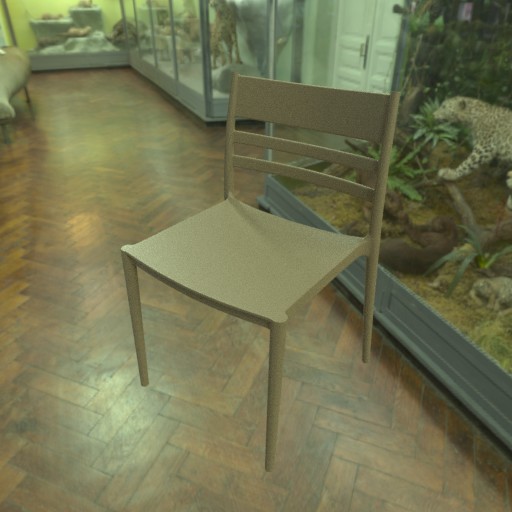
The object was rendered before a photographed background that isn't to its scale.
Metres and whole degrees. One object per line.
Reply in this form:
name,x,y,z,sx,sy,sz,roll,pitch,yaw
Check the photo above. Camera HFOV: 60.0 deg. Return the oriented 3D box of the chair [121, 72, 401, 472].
chair,0.000,0.000,1.144,0.531,0.800,0.511,21,37,31
